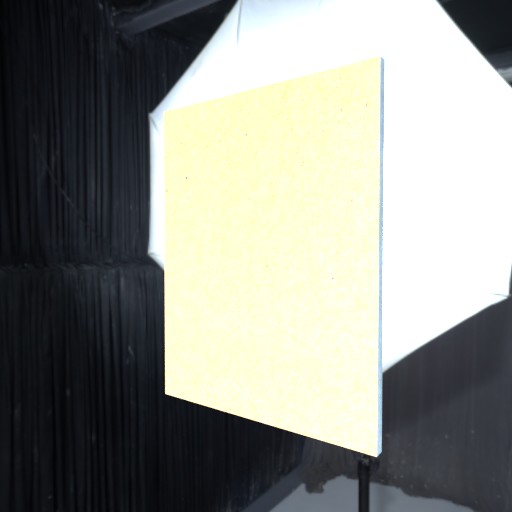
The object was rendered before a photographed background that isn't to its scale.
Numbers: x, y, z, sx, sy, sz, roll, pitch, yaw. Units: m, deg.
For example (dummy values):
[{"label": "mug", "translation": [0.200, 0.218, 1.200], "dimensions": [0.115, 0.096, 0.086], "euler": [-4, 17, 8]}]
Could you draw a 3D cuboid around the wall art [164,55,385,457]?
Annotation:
[{"label": "wall art", "translation": [0.000, 0.000, 0.828], "dimensions": [0.481, 0.613, 0.020], "euler": [1, 2, 37]}]
